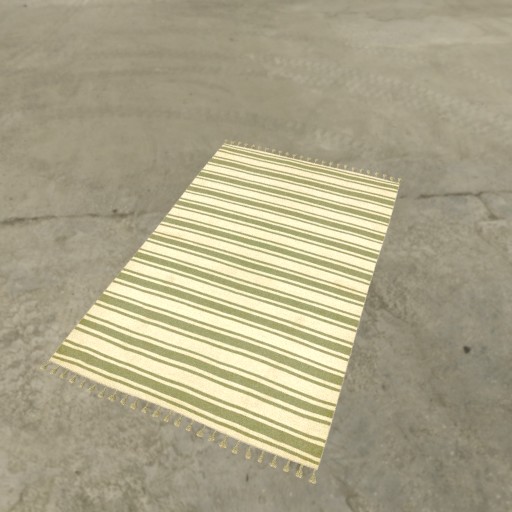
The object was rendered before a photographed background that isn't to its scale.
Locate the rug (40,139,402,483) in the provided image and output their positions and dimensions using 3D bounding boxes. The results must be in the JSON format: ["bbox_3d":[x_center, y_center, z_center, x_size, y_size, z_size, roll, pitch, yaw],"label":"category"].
[{"bbox_3d":[0.000,0.000,2.947,1.540,0.018,2.435,16,49,15],"label":"rug"}]
